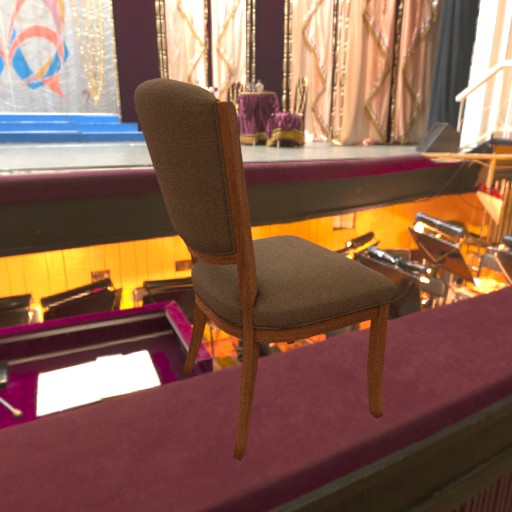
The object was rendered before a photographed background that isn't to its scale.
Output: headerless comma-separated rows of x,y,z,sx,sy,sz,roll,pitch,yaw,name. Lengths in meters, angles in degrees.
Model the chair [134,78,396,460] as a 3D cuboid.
0.000,0.000,1.242,0.584,0.905,0.513,-9,19,-26,chair
